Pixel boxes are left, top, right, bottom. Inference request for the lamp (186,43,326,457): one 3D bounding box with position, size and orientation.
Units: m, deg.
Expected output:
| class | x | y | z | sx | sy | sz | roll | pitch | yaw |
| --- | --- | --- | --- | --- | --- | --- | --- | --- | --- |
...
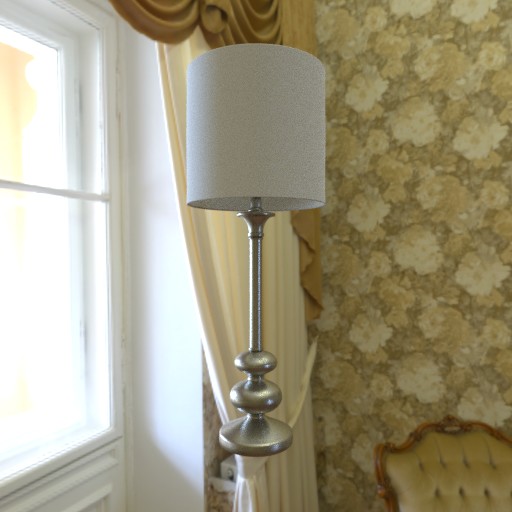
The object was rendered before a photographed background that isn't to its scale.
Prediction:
| class | x | y | z | sx | sy | sz | roll | pitch | yaw |
| --- | --- | --- | --- | --- | --- | --- | --- | --- | --- |
| lamp | 0.000 | 0.000 | 0.822 | 0.254 | 0.690 | 0.254 | 0 | 1 | -17 |
